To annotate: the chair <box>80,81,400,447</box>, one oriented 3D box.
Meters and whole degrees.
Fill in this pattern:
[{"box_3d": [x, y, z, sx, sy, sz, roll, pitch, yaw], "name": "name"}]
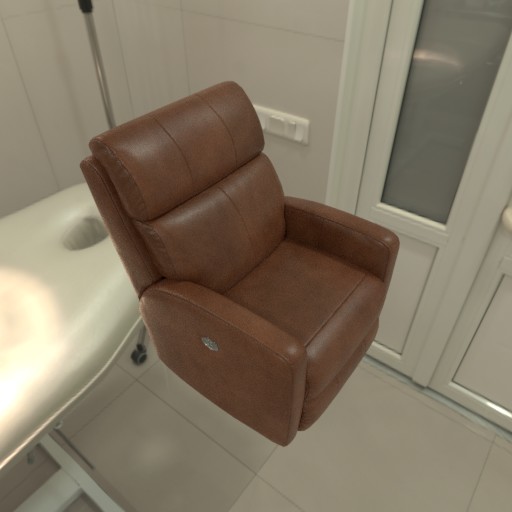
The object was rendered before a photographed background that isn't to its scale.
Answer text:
[{"box_3d": [0.000, 0.000, 1.715, 0.939, 1.016, 0.787, 26, 47, 28], "name": "chair"}]
